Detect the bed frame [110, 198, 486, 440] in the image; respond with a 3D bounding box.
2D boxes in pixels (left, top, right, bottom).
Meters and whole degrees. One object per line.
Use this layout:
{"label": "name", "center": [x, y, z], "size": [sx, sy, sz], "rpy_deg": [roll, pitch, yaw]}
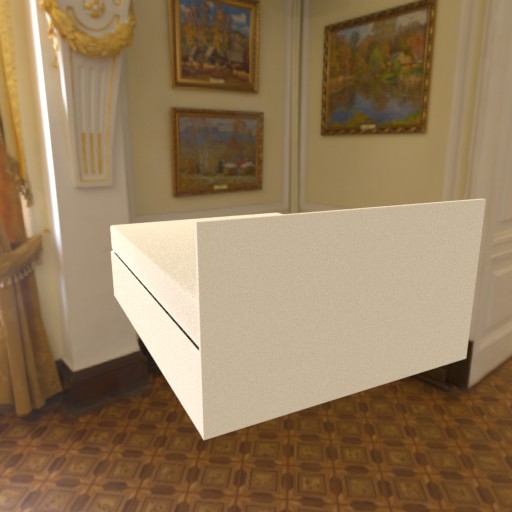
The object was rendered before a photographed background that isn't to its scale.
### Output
{"label": "bed frame", "center": [0.000, 0.000, 2.641], "size": [1.400, 0.800, 1.900], "rpy_deg": [-7, 16, -26]}
